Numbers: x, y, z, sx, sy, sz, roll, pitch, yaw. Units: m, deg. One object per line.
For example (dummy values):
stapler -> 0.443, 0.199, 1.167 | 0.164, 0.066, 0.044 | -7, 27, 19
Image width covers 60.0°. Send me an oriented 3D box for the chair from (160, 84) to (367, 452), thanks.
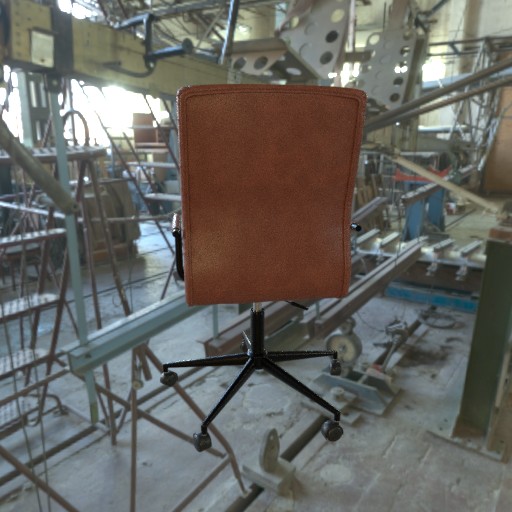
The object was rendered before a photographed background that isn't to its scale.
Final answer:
chair -> 0.000, 0.000, 1.296 | 0.600, 0.878, 0.578 | -2, 14, -9
